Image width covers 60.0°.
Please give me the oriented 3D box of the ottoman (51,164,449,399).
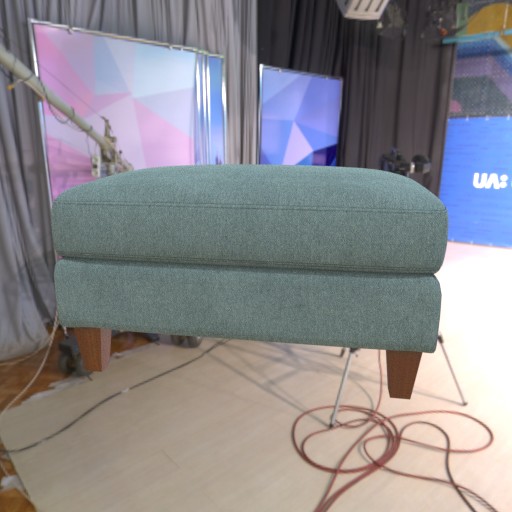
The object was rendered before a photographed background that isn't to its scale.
[{"bbox_3d":[0.000,0.000,1.211,0.864,0.483,0.584,2,16,9],"label":"ottoman"}]
